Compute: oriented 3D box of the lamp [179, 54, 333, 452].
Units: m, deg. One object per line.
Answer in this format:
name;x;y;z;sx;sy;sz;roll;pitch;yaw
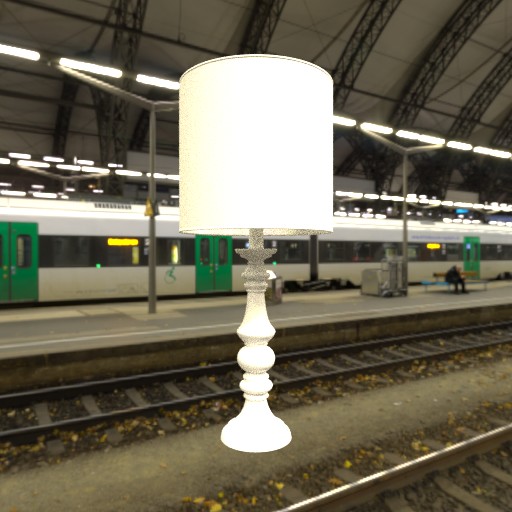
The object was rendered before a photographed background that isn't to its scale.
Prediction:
lamp;0.000;0.000;0.732;0.250;0.597;0.250;0;0;37
